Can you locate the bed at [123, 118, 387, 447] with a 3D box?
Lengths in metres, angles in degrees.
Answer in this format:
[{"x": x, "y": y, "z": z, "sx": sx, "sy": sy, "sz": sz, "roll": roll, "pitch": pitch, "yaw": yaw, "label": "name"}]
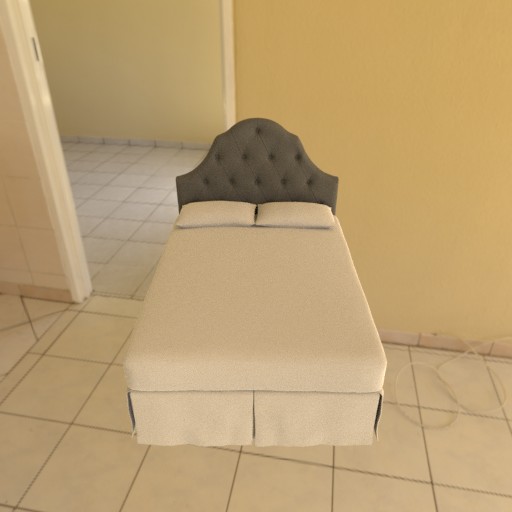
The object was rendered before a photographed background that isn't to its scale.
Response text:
[{"x": 0.000, "y": 0.000, "z": 3.367, "sx": 1.636, "sy": 1.575, "sz": 2.155, "roll": 0, "pitch": 30, "yaw": 0, "label": "bed"}]
